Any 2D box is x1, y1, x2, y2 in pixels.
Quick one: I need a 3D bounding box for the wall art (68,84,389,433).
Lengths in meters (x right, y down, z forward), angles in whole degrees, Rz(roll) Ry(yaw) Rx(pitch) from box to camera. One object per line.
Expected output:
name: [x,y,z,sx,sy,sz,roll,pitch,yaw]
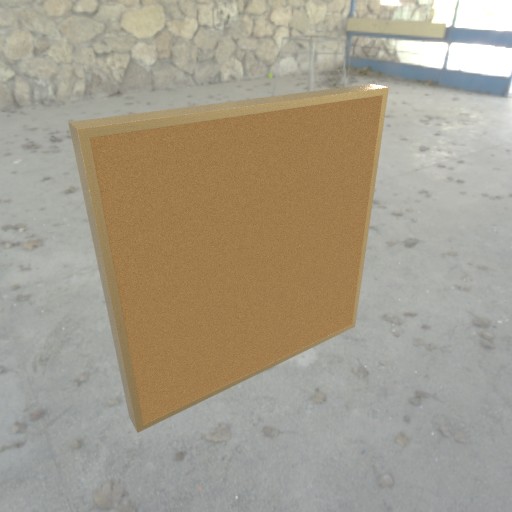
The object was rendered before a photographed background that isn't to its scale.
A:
wall art: [0.000,0.000,0.760,0.509,0.509,0.040,-18,35,-29]
